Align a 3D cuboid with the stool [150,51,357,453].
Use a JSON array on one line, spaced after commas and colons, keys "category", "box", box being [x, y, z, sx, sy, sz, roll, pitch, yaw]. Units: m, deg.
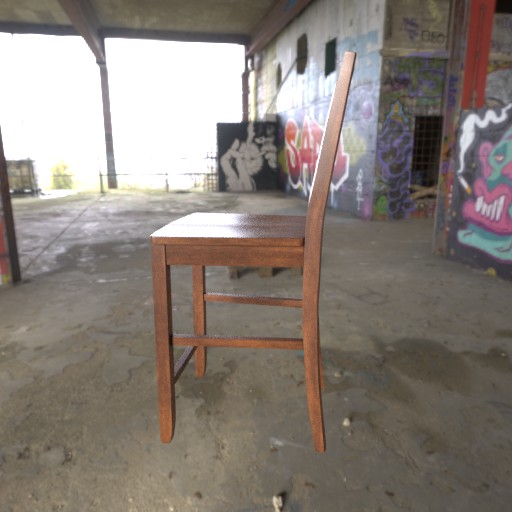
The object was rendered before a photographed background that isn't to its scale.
[{"category": "stool", "box": [0.000, 0.000, 1.376, 0.539, 1.079, 0.462, 2, 14, 7]}]
